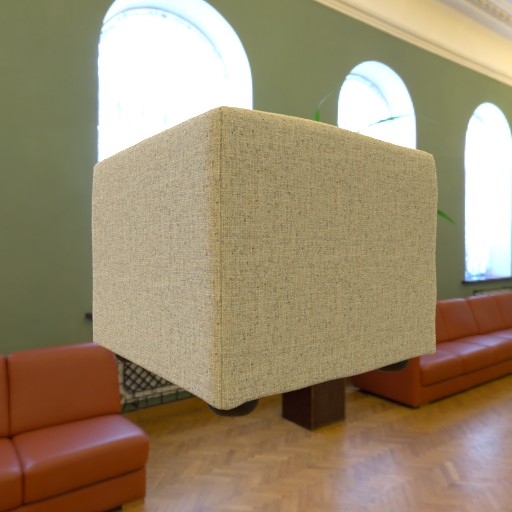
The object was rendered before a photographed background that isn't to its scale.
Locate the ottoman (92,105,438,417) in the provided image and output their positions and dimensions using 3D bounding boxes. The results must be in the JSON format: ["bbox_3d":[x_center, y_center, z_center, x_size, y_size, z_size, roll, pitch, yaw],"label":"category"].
[{"bbox_3d":[0.000,0.000,0.907,0.512,0.453,0.521,-1,1,-38],"label":"ottoman"}]
